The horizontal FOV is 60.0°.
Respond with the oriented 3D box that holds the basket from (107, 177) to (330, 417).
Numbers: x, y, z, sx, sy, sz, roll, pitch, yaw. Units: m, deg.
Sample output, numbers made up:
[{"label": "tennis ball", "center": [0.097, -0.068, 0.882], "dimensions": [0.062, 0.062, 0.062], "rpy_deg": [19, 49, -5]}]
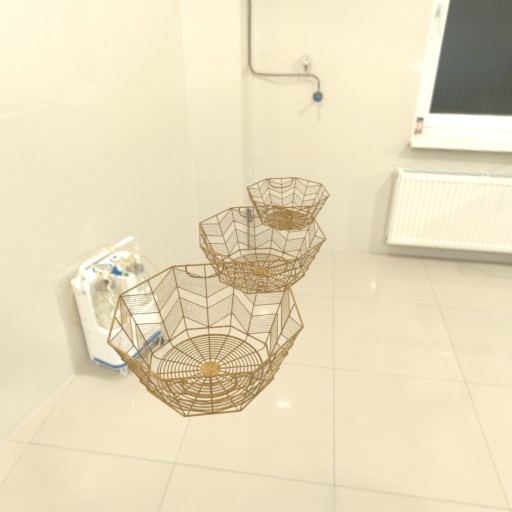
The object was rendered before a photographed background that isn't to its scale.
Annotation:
[{"label": "basket", "center": [0.000, 0.000, 1.356], "dimensions": [0.432, 0.178, 1.245], "rpy_deg": [8, 31, 13]}]
